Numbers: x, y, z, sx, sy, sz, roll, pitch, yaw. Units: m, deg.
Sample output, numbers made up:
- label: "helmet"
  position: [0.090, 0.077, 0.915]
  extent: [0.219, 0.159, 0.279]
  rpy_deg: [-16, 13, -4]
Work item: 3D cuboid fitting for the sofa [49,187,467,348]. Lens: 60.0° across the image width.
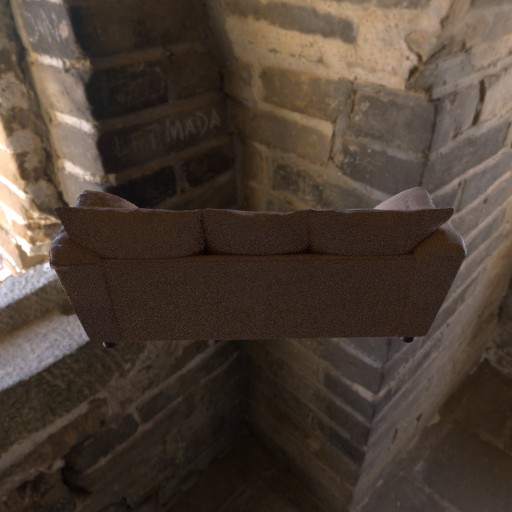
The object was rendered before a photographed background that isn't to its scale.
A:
- label: "sofa"
  position: [0.000, 0.000, 2.860]
  extent: [2.377, 0.981, 0.893]
  rpy_deg: [-1, 32, -1]
